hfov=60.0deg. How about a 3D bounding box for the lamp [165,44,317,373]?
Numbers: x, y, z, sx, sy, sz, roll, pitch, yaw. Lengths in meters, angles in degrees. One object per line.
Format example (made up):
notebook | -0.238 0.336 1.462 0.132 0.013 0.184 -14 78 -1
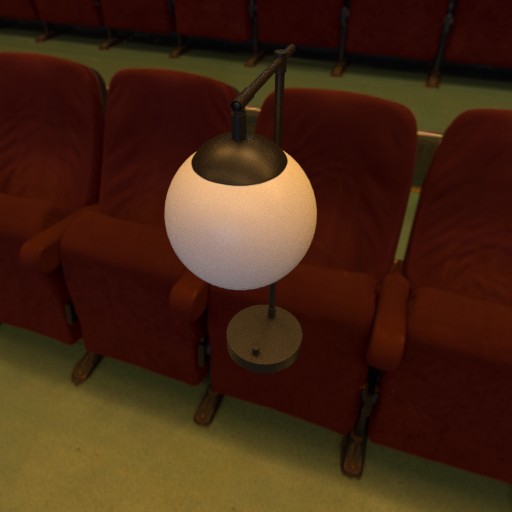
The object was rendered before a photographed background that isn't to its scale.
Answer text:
lamp | 0.000 0.000 0.703 0.197 0.559 0.316 13 43 14
